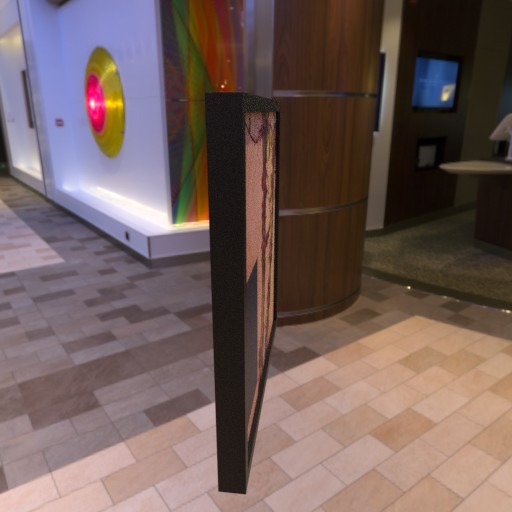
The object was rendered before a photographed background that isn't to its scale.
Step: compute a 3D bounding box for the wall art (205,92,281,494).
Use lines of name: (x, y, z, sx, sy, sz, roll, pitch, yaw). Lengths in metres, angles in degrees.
wall art: (0.000, 0.000, 0.758, 0.038, 0.508, 0.508, 2, 18, 7)
